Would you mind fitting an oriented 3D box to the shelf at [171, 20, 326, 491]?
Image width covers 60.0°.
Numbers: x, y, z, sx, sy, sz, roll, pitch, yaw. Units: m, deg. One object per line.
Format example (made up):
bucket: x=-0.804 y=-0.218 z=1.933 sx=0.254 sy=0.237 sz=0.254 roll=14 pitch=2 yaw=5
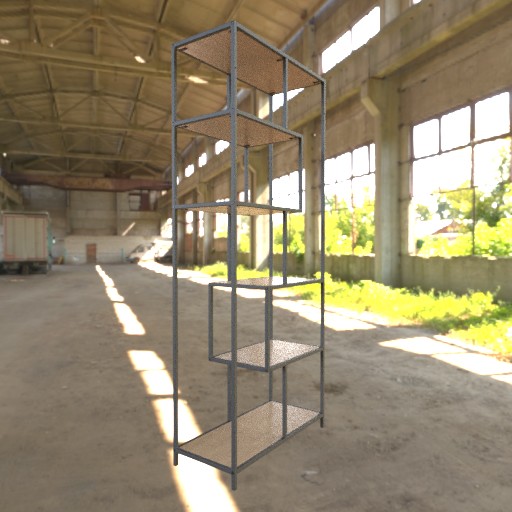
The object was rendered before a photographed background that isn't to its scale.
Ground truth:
shelf: x=0.000 y=0.000 z=2.153 sx=0.350 sy=1.850 sz=0.770 roll=1 pitch=2 yaw=36
